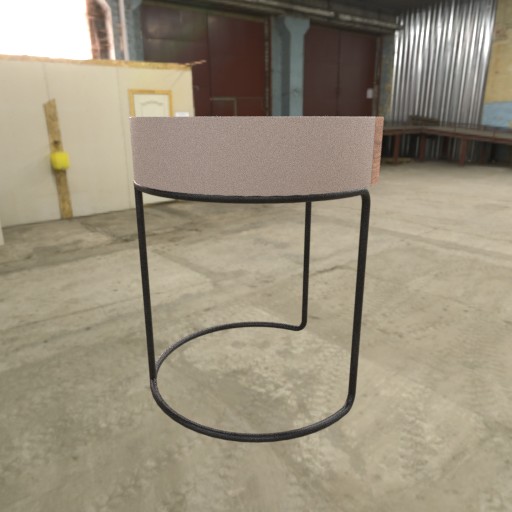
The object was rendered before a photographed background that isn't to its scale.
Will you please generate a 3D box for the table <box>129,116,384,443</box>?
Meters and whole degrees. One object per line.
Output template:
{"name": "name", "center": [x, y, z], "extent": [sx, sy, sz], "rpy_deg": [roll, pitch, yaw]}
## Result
{"name": "table", "center": [0.000, 0.000, 0.885], "extent": [0.450, 0.530, 0.450], "rpy_deg": [0, 17, 0]}
